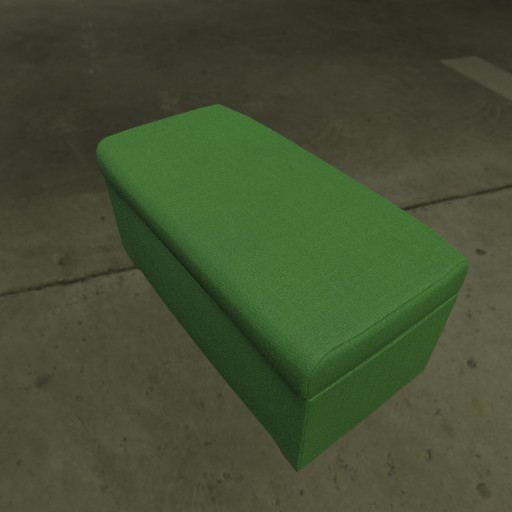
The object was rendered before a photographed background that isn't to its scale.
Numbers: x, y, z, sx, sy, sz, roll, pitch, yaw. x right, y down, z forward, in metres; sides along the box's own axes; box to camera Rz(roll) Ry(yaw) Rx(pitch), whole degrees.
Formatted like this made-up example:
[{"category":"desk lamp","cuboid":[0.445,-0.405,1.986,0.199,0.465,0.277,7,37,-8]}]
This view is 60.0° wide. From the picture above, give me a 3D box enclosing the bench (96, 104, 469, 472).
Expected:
[{"category":"bench","cuboid":[0.000,0.000,1.278,0.505,0.501,0.989,-27,49,-26]}]
